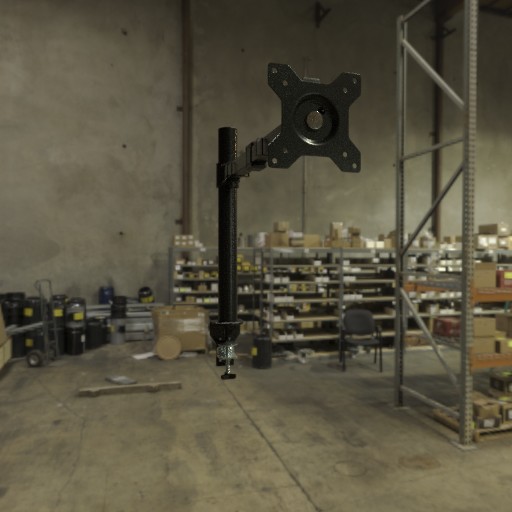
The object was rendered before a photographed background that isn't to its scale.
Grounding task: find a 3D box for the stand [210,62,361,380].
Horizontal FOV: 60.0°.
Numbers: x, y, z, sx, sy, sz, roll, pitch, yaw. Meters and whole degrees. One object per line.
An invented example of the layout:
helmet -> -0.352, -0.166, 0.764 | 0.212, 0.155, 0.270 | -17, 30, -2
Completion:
stand -> 0.000, 0.000, 0.719 | 0.115, 0.510, 0.456 | 0, 1, -17
